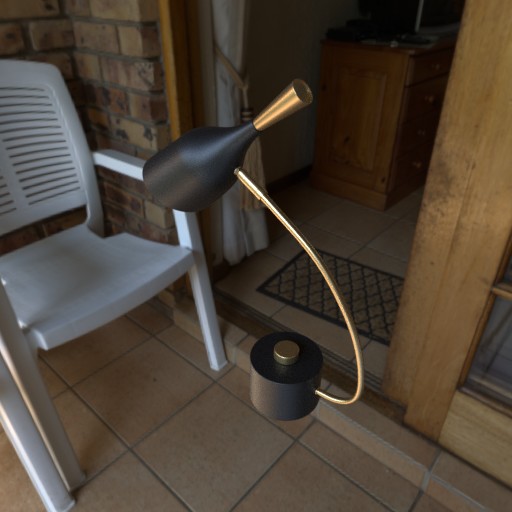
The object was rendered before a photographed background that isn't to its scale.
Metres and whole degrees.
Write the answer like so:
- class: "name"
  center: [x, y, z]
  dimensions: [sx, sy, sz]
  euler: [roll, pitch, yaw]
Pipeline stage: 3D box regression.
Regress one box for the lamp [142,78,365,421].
- class: "lamp"
  center: [0.000, 0.000, 0.600]
  dimensions: [0.352, 0.464, 0.110]
  euler: [21, 38, 30]
